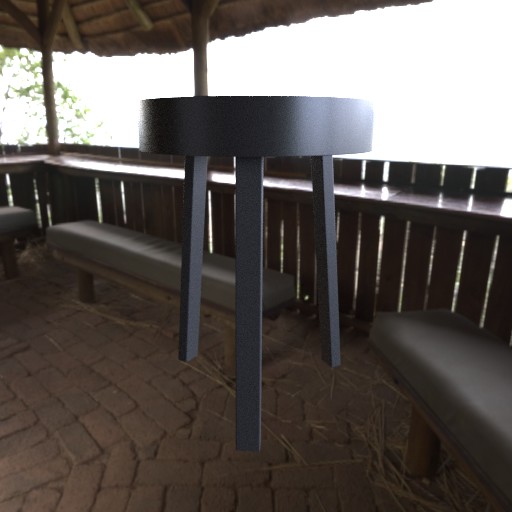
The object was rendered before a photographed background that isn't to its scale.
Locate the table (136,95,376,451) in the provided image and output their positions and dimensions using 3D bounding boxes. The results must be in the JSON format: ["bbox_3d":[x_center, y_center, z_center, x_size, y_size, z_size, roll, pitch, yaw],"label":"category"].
[{"bbox_3d":[0.000,0.000,0.853,0.406,0.559,0.406,0,16,0],"label":"table"}]
